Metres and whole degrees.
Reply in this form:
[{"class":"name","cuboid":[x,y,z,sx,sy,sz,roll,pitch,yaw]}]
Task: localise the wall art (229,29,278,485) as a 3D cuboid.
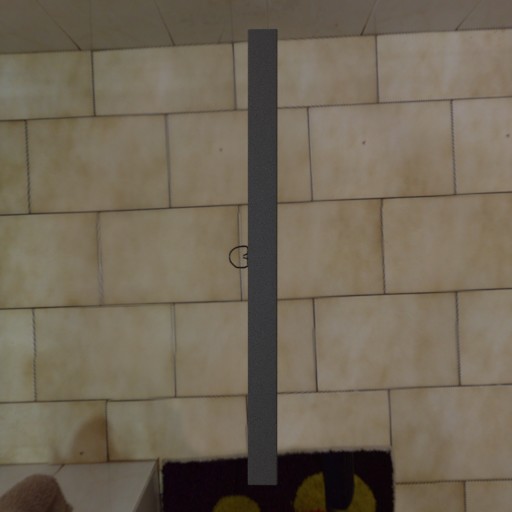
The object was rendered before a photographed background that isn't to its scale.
[{"class":"wall art","cuboid":[0.000,0.000,0.513,0.038,0.349,0.349,0,91,1]}]
